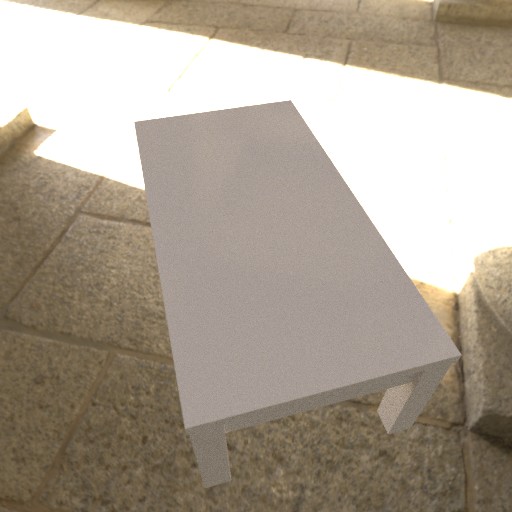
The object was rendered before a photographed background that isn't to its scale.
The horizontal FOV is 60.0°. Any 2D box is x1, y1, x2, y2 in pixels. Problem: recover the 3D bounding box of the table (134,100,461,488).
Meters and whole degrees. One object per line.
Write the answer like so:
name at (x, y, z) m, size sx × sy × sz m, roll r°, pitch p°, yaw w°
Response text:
table at (0.000, 0.000, 1.663) m, size 0.700 × 0.470 × 1.350 m, roll -11°, pitch 48°, yaw -10°
